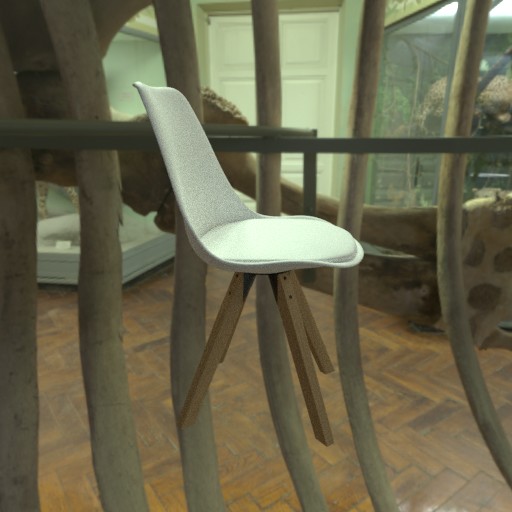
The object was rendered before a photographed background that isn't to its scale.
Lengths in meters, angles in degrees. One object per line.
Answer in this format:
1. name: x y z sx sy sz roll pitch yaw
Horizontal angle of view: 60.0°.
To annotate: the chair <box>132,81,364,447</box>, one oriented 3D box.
1. chair: 0.000 0.000 1.168 0.550 0.849 0.485 3 17 9
